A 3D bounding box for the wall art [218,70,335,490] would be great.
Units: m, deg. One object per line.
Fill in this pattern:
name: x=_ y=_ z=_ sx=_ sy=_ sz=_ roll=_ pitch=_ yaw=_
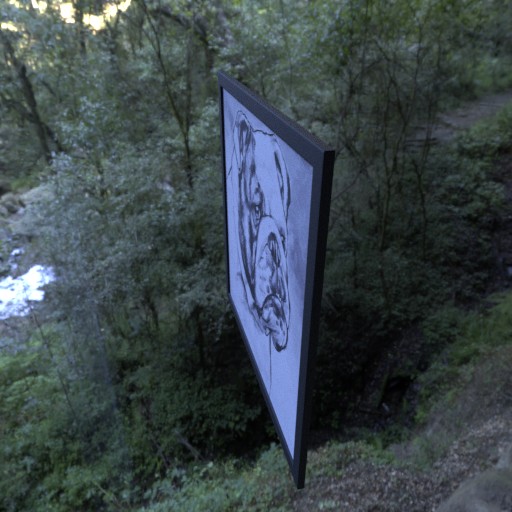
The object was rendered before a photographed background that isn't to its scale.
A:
wall art: x=0.000 y=0.000 z=0.810 sx=0.012 sy=0.558 sz=0.562 roll=-8 pitch=31 yaw=-13
